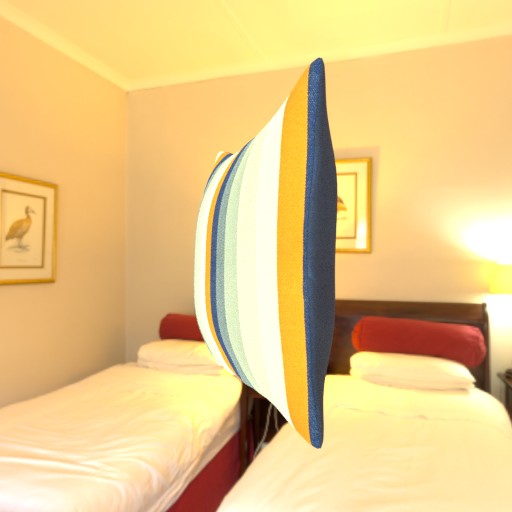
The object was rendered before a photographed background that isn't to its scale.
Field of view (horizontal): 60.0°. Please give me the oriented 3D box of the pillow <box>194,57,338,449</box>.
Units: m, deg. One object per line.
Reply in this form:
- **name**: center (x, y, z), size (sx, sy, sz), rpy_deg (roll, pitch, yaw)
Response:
- **pillow**: center (0.000, 0.000, 0.728), size (0.173, 0.454, 0.463), rpy_deg (0, -1, -19)
